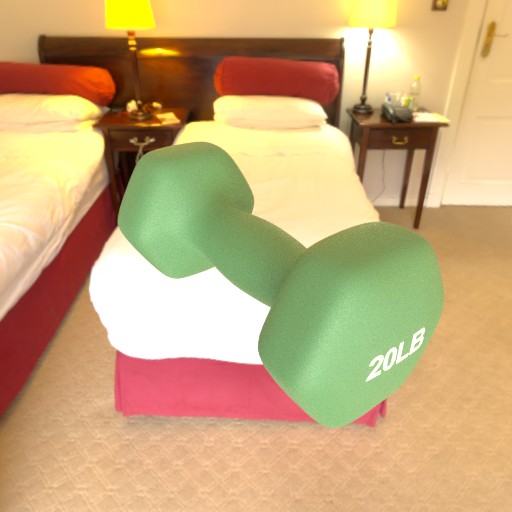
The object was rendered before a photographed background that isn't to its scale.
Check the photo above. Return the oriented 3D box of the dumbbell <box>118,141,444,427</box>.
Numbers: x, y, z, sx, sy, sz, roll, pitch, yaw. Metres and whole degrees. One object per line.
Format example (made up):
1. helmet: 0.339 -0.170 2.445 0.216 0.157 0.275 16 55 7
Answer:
1. dumbbell: 0.000 0.000 0.326 0.126 0.114 0.257 -21 36 -31
